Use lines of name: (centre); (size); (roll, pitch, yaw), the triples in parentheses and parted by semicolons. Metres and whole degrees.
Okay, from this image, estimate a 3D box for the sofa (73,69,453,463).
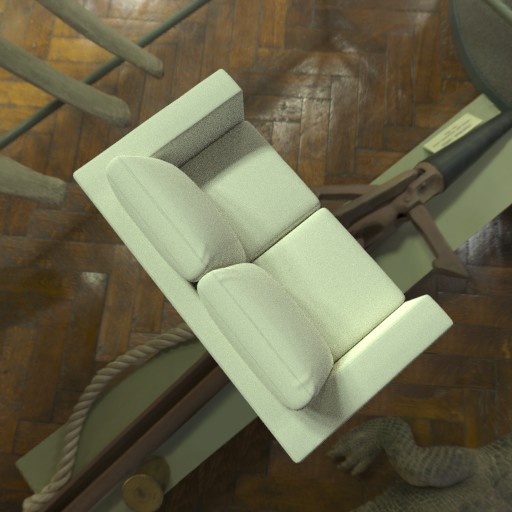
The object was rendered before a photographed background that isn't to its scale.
sofa: (0.000, 0.000, 2.393); (1.009, 0.932, 1.813); (-39, 80, -8)
